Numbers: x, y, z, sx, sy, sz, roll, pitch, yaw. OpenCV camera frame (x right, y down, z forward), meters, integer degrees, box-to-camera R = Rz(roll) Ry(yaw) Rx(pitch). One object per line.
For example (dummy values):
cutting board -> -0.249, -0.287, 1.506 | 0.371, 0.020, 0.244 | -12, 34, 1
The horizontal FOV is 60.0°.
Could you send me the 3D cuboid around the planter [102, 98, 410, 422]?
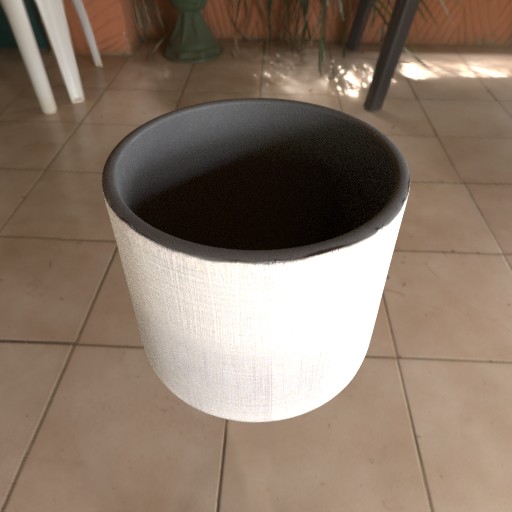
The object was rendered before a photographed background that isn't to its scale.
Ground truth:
planter -> 0.000, 0.000, 0.442 | 0.254, 0.221, 0.254 | 0, 42, 0
